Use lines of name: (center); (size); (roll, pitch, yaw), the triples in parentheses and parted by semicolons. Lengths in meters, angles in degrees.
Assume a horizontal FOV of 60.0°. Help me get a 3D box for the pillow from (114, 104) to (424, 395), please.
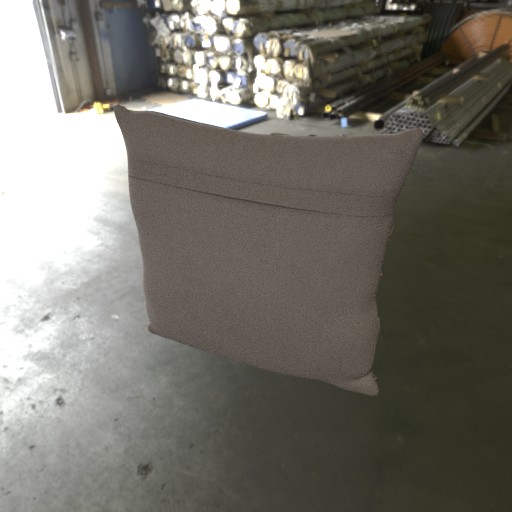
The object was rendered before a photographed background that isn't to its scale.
pillow: (0.000, 0.000, 0.692); (0.439, 0.440, 0.185); (11, 34, 17)
